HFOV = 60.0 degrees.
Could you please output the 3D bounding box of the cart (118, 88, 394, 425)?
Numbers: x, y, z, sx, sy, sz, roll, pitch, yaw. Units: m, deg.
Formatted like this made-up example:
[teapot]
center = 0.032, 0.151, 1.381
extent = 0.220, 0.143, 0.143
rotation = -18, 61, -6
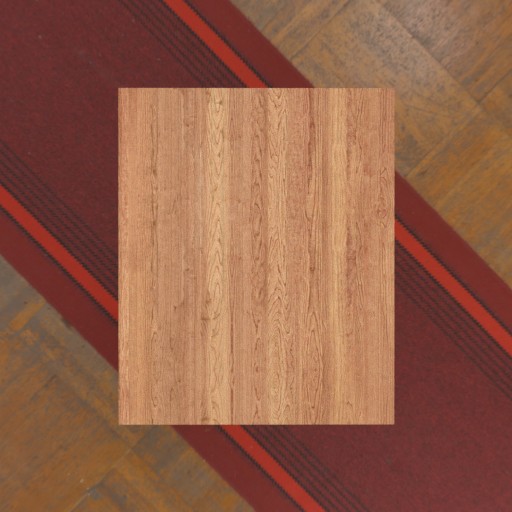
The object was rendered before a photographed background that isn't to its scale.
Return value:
[cart]
center = 0.000, 0.000, 1.075
extent = 0.558, 0.603, 0.666
rotation = 0, 90, 0
